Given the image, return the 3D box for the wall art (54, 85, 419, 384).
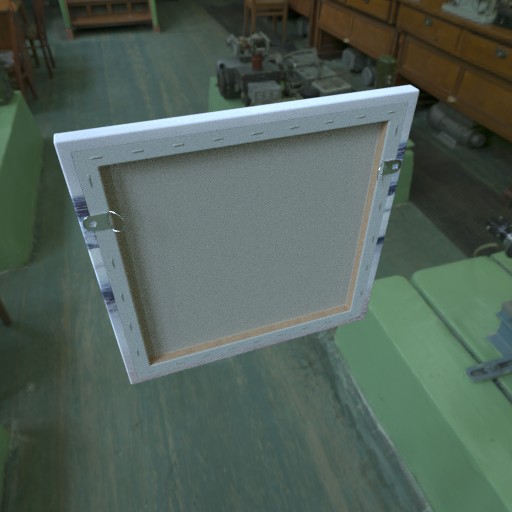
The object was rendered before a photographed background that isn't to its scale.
[{"bbox_3d":[0.000,0.000,1.117,0.755,0.747,0.065,-13,42,-15],"label":"wall art"}]
